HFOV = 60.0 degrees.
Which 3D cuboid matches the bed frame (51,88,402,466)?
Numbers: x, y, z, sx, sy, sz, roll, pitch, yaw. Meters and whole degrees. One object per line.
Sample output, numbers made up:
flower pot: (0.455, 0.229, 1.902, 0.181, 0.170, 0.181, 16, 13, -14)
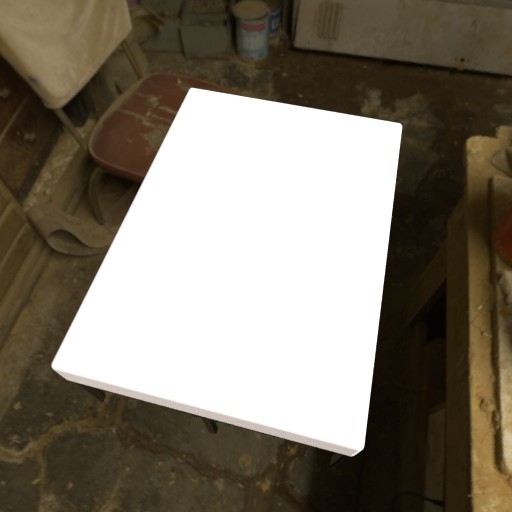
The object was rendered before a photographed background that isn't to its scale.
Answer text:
bed frame: (0.000, 0.000, 2.644, 1.408, 0.659, 1.956, 12, 60, 7)
